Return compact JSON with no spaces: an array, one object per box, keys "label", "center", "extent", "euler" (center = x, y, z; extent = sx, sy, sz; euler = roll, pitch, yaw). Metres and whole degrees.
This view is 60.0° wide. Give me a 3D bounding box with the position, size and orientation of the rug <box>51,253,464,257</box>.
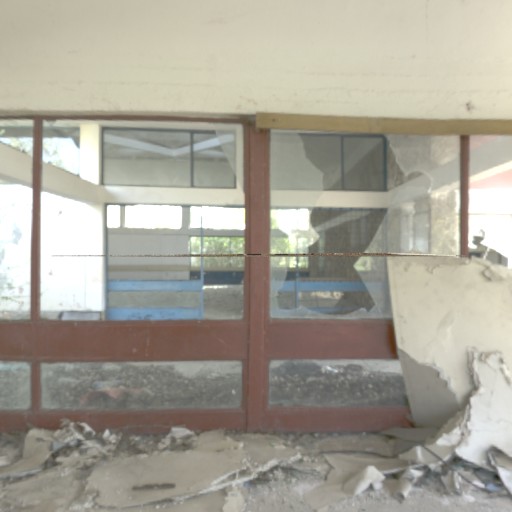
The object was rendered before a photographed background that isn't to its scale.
[{"label":"rug","center":[0.000,0.000,2.392],"extent":[1.918,0.007,1.268],"euler":[0,0,35]}]
